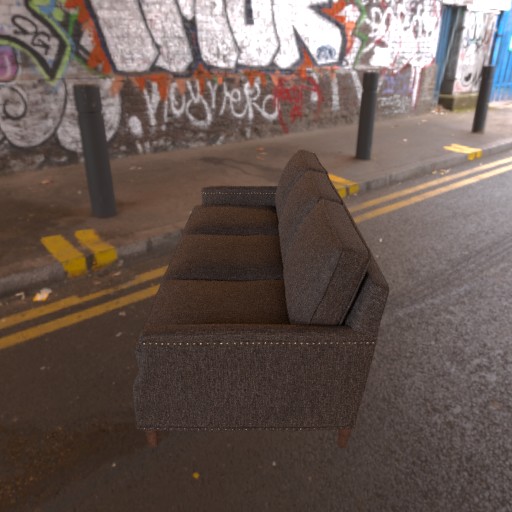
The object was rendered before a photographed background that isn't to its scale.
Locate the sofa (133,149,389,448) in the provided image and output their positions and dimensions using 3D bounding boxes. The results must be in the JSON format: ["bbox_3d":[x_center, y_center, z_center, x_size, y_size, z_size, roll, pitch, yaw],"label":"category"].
[{"bbox_3d":[0.000,0.000,2.851,1.084,1.003,2.246,0,25,0],"label":"sofa"}]
